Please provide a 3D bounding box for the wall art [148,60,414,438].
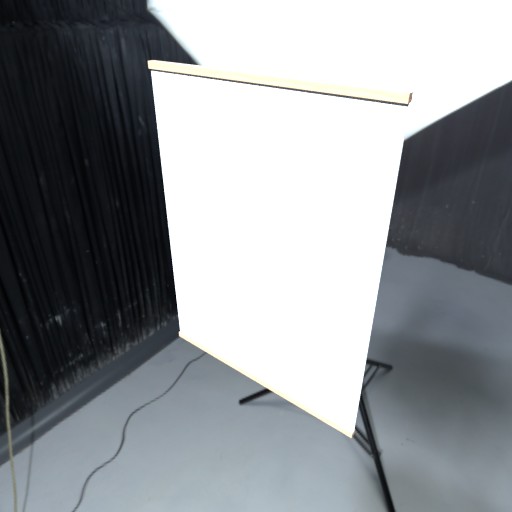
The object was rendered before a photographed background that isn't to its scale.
[{"bbox_3d":[0.000,0.000,0.790,0.459,0.608,0.012,22,37,32],"label":"wall art"}]
